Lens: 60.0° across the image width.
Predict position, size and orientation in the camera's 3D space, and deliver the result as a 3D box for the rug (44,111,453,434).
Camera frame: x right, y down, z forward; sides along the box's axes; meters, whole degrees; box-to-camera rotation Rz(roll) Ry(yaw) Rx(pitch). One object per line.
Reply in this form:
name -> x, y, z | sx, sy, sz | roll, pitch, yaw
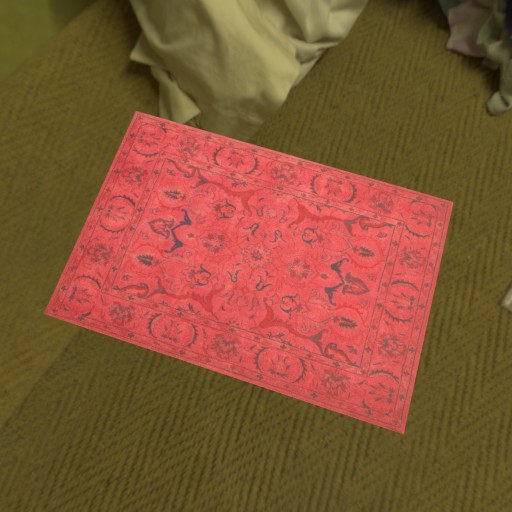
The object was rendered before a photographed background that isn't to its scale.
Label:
rug -> 0.000, 0.000, 2.274 | 1.814, 0.008, 1.209 | 17, 75, 5
